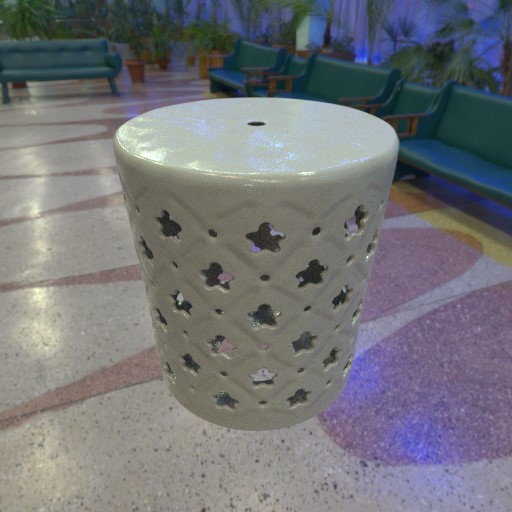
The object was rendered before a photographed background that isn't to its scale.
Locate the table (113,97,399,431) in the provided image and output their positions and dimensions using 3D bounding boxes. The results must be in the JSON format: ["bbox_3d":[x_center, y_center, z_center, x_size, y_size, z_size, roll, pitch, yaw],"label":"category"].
[{"bbox_3d":[0.000,0.000,0.653,0.352,0.387,0.352,0,31,0],"label":"table"}]
